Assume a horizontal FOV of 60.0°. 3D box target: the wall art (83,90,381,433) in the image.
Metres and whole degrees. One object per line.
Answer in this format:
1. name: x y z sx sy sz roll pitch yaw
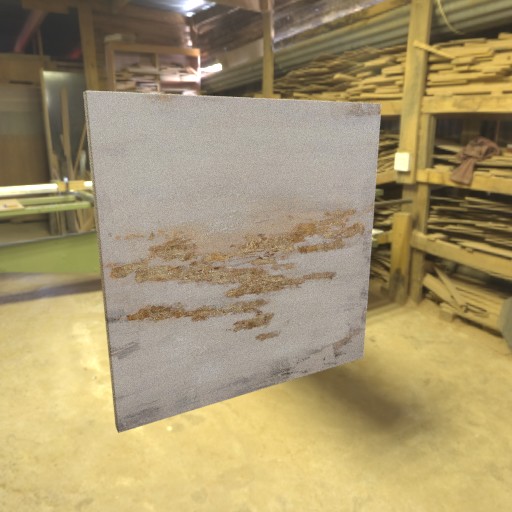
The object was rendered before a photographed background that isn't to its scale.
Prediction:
1. wall art: 0.000 0.000 1.518 1.015 1.018 0.040 -8 17 -28
